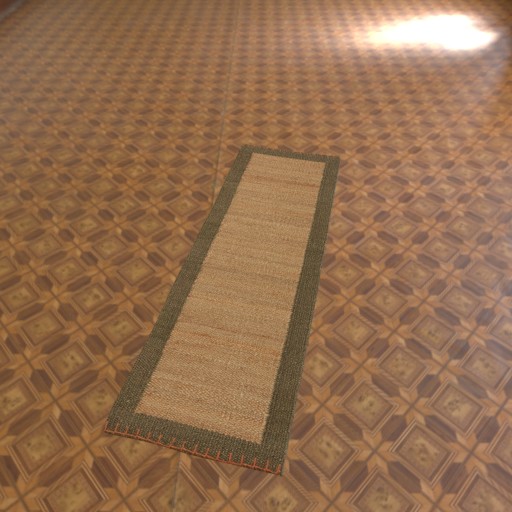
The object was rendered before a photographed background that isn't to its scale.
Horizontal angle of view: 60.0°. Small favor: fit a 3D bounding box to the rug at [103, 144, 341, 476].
[{"bbox_3d":[0.000,0.000,2.690,0.810,0.016,2.413,10,46,10],"label":"rug"}]
